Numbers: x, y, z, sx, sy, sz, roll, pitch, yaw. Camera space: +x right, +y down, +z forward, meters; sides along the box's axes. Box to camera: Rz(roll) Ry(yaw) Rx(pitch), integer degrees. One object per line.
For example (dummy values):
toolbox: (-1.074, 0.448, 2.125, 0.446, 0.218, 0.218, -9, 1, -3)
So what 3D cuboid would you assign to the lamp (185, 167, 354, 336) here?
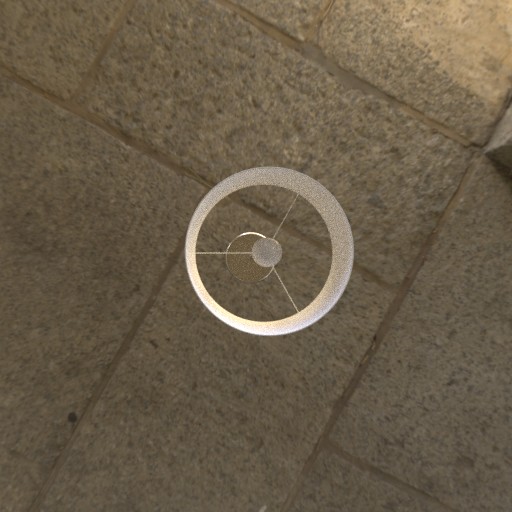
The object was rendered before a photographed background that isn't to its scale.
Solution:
lamp: (0.000, 0.000, 1.628, 0.347, 1.443, 0.347, 0, 89, -2)
